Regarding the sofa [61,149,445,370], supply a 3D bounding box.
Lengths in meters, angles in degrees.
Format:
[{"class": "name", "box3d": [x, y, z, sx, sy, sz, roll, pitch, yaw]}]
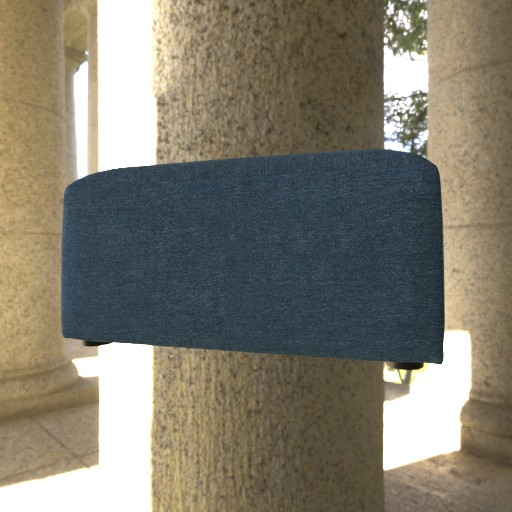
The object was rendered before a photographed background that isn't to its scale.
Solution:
[{"class": "sofa", "box3d": [0.000, 0.000, 1.227, 0.930, 0.470, 0.480, 0, 0, 18]}]
